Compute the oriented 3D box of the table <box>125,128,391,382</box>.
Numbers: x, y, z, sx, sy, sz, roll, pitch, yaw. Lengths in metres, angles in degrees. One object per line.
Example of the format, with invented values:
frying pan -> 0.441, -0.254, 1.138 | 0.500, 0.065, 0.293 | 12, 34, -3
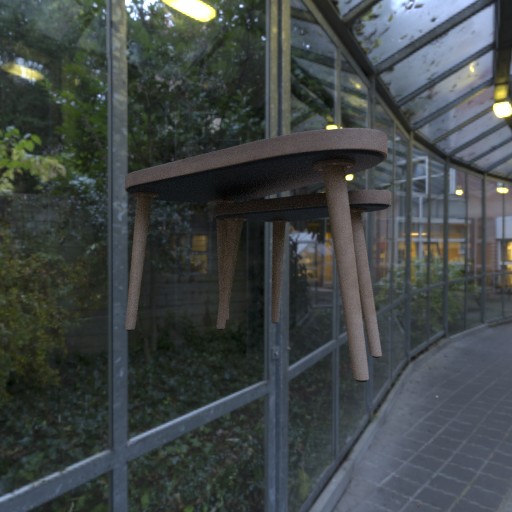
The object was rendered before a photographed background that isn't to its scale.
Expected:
table -> 0.000, 0.000, 1.561 | 0.701, 0.595, 1.190 | 0, 1, -35
